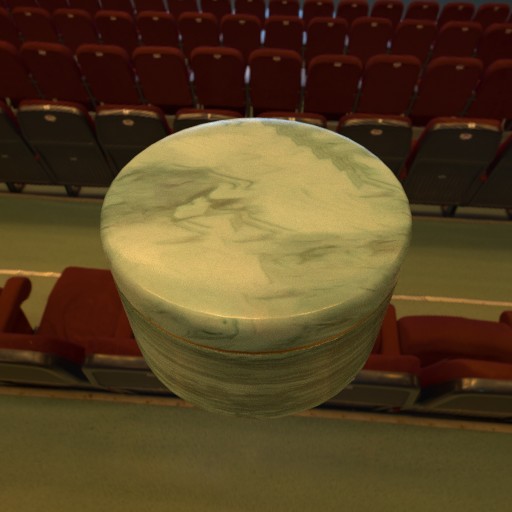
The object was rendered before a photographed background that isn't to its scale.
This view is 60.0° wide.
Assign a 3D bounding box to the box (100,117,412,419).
[{"bbox_3d":[0.000,0.000,0.167,0.101,0.063,0.101,0,47,0],"label":"box"}]
